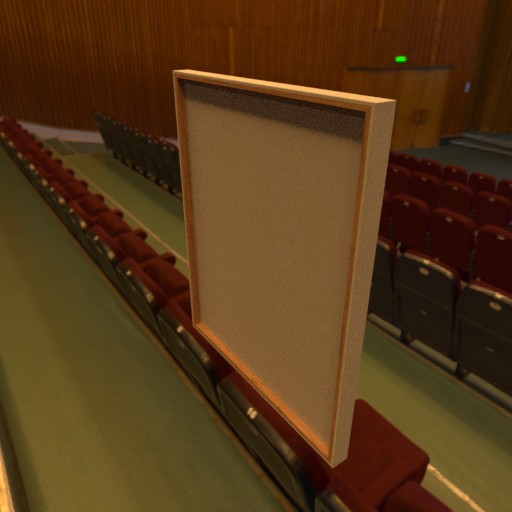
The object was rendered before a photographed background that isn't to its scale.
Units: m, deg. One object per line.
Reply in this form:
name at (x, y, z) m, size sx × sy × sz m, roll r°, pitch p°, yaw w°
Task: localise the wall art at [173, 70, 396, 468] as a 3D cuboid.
wall art at (0.000, 0.000, 0.823) m, size 0.037 × 0.606 × 0.508 m, roll -18°, pitch 32°, yaw -31°
